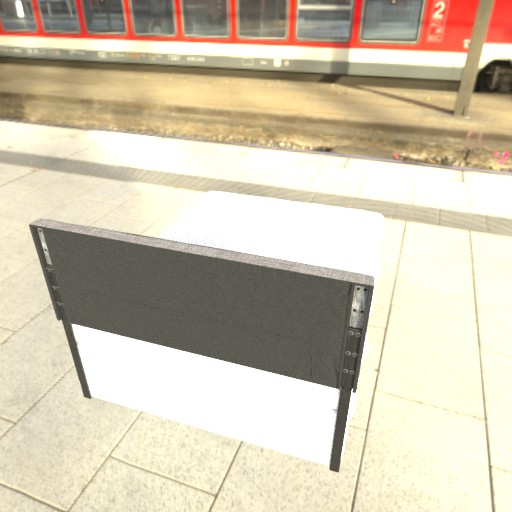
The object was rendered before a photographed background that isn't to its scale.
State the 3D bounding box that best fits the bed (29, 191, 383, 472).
[{"bbox_3d":[0.000,0.000,2.941,1.621,1.168,1.958,10,33,16],"label":"bed"}]
